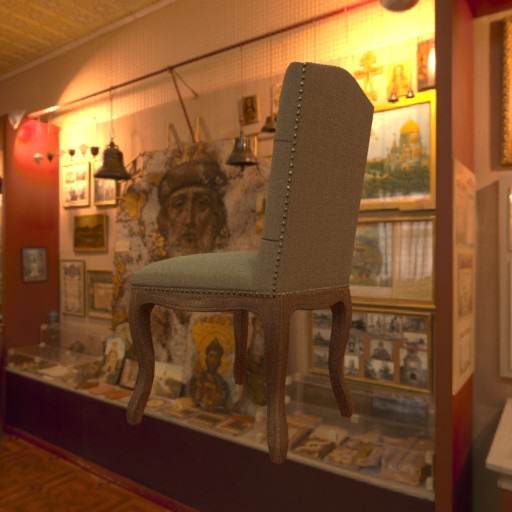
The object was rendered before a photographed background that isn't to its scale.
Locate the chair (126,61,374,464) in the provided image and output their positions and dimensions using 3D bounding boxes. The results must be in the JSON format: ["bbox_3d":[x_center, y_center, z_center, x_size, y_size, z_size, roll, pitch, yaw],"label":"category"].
[{"bbox_3d":[0.000,0.000,1.619,0.731,1.191,0.637,0,1,37],"label":"chair"}]
